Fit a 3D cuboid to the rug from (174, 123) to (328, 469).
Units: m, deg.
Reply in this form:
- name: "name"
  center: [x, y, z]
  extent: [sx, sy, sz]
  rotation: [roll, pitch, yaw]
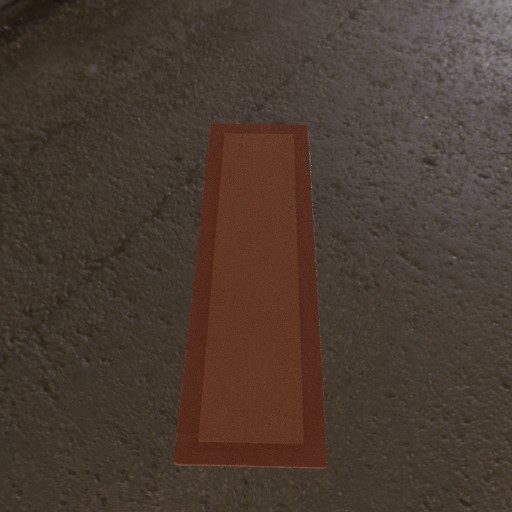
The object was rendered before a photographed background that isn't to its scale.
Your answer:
- name: "rug"
  center: [0.000, 0.000, 2.808]
  extent: [0.914, 0.013, 2.471]
  rotation: [-2, 58, -1]
